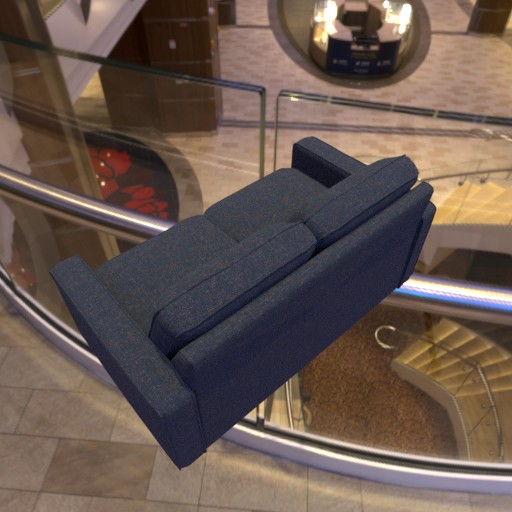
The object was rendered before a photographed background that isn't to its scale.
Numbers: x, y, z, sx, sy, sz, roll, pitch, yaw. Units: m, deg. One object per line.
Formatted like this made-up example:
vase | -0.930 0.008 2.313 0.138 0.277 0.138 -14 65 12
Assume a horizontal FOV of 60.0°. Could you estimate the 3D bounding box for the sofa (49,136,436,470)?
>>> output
sofa | 0.000 0.000 2.232 1.709 0.918 0.947 -33 54 -27
